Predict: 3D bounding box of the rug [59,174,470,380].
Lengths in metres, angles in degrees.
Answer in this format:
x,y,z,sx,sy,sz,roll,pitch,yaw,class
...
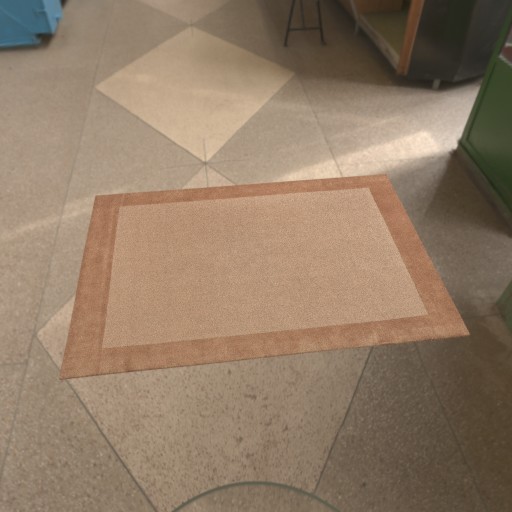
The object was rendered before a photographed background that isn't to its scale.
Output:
x,y,z,sx,sy,sz,roll,pitch,yaw,class
0.000,0.000,2.363,1.829,0.014,1.219,-5,47,-5,rug
